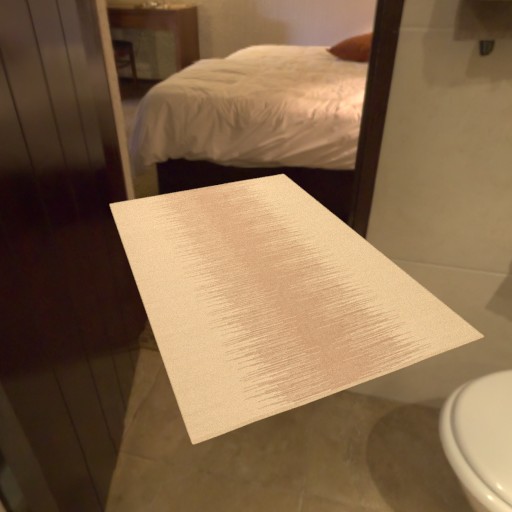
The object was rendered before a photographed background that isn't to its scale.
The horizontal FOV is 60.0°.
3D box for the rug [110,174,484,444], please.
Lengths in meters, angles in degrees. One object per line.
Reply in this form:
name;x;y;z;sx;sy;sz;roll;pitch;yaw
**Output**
rug;0.000;0.000;2.310;1.234;0.006;1.850;-13;35;-19
